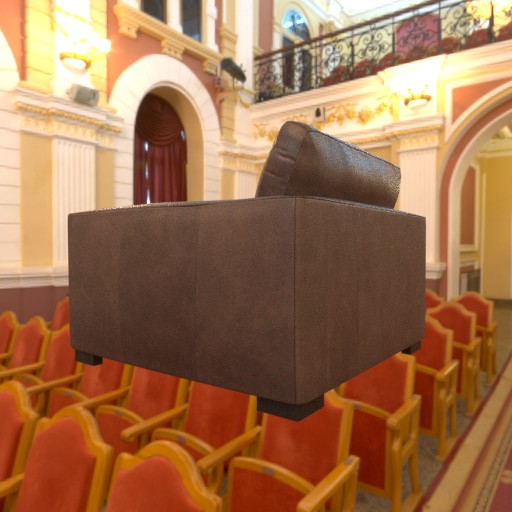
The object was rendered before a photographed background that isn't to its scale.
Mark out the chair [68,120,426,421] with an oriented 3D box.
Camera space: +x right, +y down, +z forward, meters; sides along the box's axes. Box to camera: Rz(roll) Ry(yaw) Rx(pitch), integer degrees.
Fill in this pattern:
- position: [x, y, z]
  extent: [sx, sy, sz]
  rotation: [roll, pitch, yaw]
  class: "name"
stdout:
- position: [0.000, 0.000, 1.811]
  extent: [1.069, 0.812, 1.100]
  rotation: [1, 2, 37]
  class: "chair"
